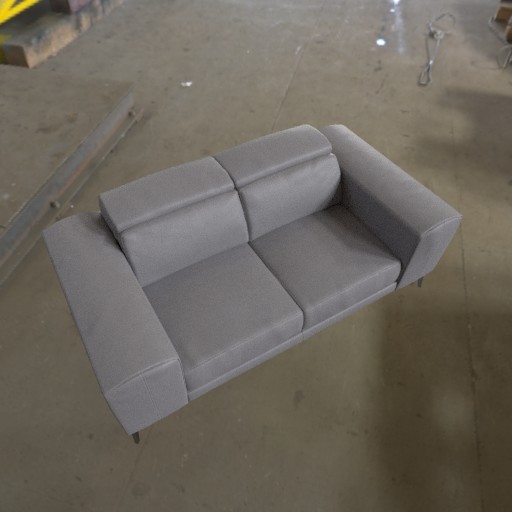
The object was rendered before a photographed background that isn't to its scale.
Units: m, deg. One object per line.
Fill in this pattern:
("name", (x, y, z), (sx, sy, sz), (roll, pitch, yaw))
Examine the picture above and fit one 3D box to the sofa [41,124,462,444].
("sofa", (0.000, 0.000, 2.373), (1.895, 0.779, 1.003), (-24, 52, -20))
